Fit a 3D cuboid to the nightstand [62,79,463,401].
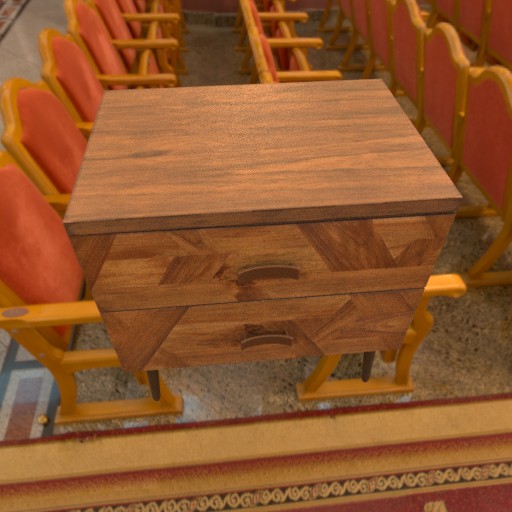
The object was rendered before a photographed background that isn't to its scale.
[{"bbox_3d":[0.000,0.000,1.029,0.610,0.610,0.458,-4,46,-4],"label":"nightstand"}]
